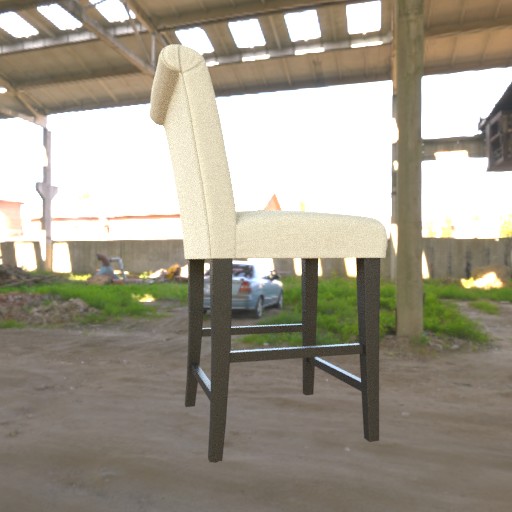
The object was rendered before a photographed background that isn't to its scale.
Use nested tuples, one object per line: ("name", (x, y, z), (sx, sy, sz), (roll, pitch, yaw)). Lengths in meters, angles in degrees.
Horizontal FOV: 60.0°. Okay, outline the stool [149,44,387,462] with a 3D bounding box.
("stool", (0.000, 0.000, 1.298), (0.597, 0.976, 0.452), (0, -1, -17))
